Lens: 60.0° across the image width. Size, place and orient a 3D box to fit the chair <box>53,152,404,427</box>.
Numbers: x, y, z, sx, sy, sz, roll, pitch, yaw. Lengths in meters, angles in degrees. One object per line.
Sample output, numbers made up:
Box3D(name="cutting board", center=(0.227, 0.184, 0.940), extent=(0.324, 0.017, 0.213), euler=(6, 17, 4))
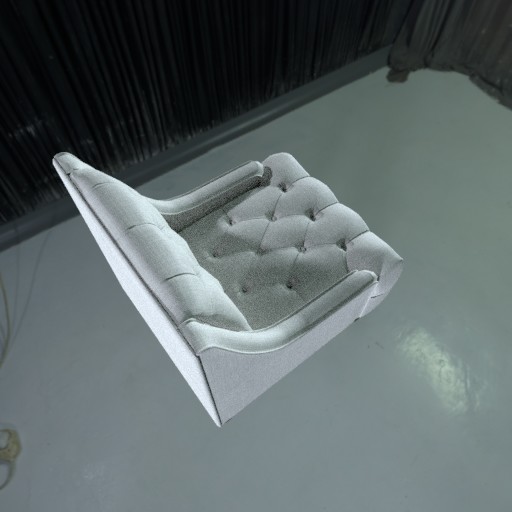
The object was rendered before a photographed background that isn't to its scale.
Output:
Box3D(name="chair", center=(0.000, 0.000, 1.428), extent=(0.772, 0.891, 0.658), euler=(-33, 64, -18))
